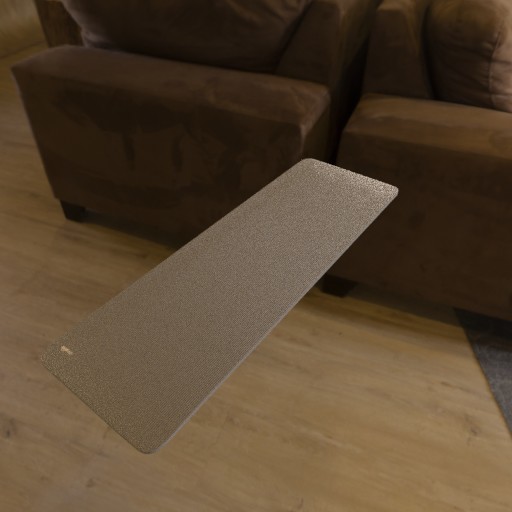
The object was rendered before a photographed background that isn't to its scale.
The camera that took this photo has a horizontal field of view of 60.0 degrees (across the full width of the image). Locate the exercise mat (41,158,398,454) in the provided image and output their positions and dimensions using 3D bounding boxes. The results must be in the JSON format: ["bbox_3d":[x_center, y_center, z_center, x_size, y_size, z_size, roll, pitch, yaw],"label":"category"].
[{"bbox_3d":[0.000,0.000,2.041,0.616,0.021,1.884,26,47,27],"label":"exercise mat"}]
